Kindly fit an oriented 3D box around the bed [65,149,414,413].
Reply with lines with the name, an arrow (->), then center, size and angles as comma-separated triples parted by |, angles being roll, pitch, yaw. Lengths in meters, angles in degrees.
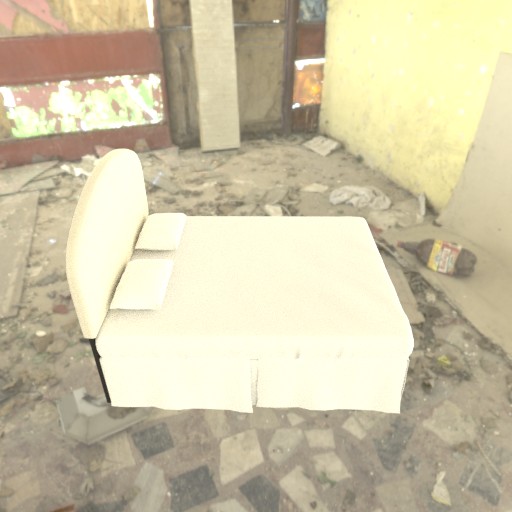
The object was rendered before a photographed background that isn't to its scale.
bed -> 0.000, 0.000, 3.167 | 2.005, 1.410, 1.607 | 0, 34, 0
